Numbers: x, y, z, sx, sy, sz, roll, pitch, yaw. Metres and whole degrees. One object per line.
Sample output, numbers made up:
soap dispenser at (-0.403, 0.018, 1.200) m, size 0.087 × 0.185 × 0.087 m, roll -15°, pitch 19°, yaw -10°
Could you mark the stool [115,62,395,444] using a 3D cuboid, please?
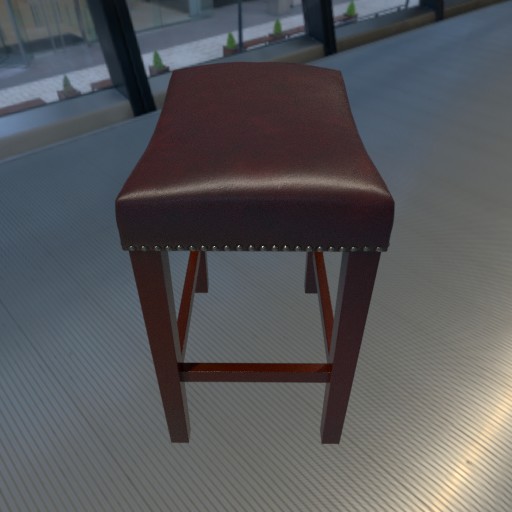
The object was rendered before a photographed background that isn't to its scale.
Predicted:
stool at (0.000, 0.000, 0.939) m, size 0.372 × 0.657 × 0.504 m, roll 0°, pitch 41°, yaw 0°
